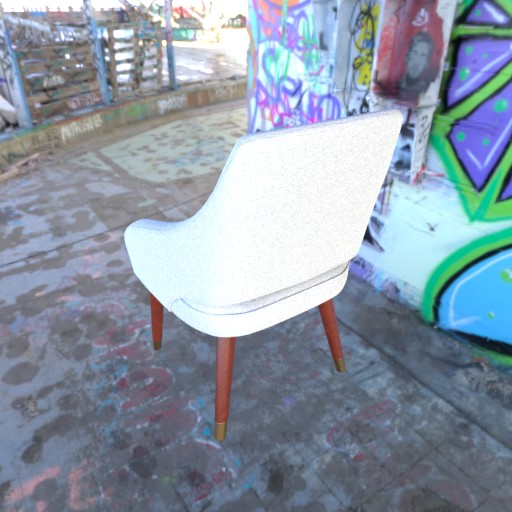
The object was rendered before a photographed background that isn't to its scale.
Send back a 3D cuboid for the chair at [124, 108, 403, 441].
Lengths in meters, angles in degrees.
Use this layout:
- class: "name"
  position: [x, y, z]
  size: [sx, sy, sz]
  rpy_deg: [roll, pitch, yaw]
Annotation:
- class: "chair"
  position: [0.000, 0.000, 1.289]
  size: [0.609, 0.889, 0.600]
  rpy_deg: [-19, 35, -29]
